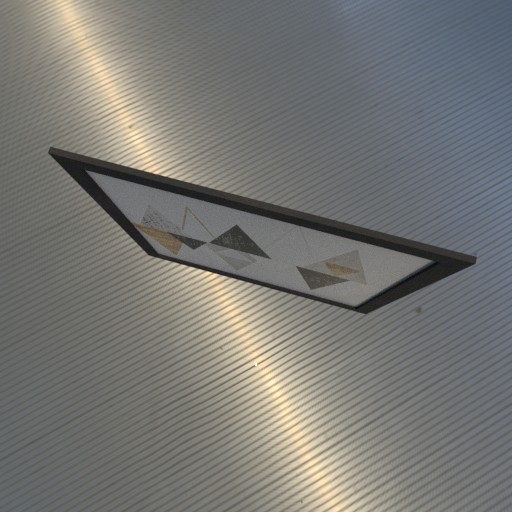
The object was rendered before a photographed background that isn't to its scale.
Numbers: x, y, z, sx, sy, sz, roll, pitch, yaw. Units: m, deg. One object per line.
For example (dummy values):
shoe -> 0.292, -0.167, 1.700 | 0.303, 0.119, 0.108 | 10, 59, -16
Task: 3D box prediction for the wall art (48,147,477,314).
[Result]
wall art -> 0.000, 0.000, 1.225 | 0.823, 0.823, 0.013 | 15, 77, 4
